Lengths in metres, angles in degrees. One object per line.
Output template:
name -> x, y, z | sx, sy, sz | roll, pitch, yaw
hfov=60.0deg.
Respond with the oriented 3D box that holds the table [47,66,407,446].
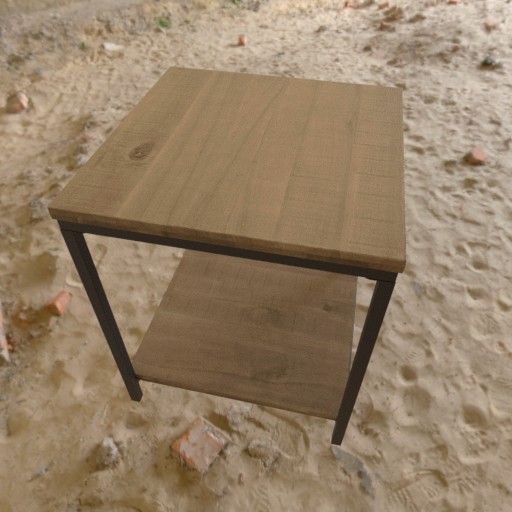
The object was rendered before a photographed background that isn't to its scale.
table -> 0.000, 0.000, 0.981 | 0.503, 0.589, 0.507 | 9, 46, 9
